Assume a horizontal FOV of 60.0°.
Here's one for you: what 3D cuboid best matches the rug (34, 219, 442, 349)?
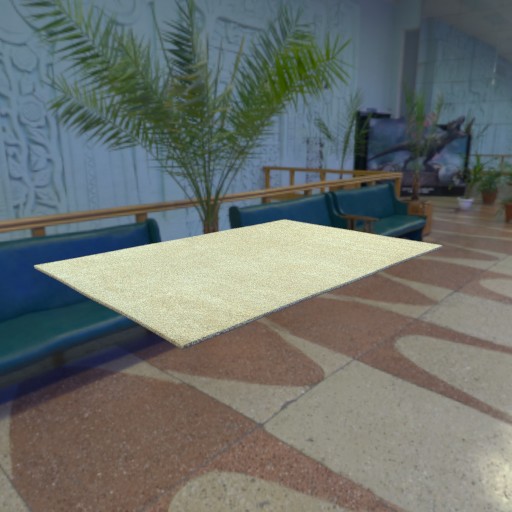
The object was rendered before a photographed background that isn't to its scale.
[{"bbox_3d":[0.000,0.000,3.480,2.699,0.025,1.800,-14,20,-43],"label":"rug"}]
